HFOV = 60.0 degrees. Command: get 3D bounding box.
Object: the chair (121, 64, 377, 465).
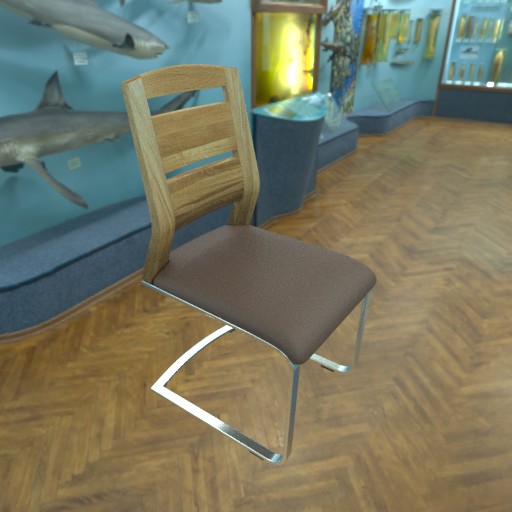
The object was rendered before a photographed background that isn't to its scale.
[{"bbox_3d":[0.000,0.000,1.249,0.570,0.970,0.460,18,33,31],"label":"chair"}]
